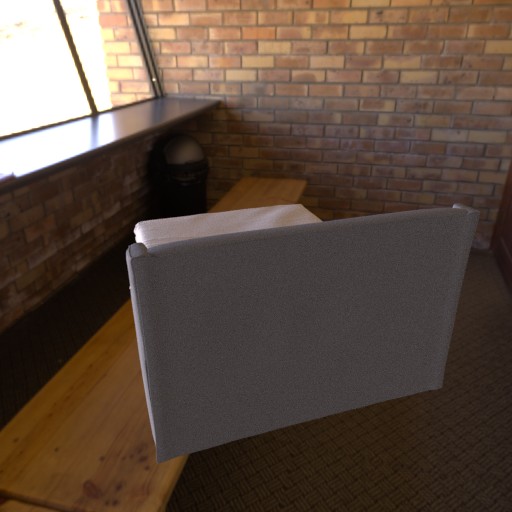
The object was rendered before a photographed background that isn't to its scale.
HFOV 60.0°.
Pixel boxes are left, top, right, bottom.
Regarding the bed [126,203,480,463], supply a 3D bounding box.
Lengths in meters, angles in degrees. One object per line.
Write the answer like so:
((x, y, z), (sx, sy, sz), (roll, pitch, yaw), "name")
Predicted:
((0.000, 0.000, 3.429), (1.925, 1.332, 2.276), (-8, 27, -16), "bed")
